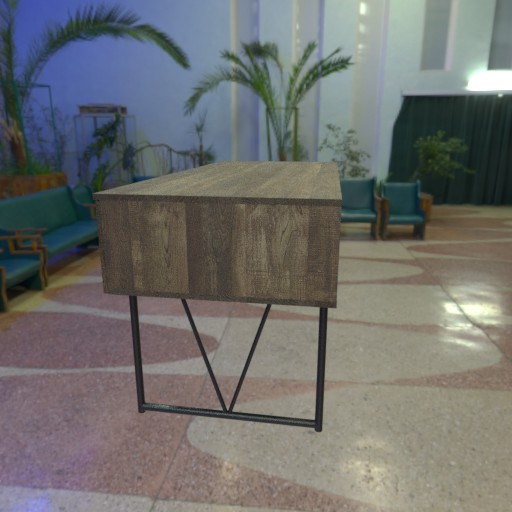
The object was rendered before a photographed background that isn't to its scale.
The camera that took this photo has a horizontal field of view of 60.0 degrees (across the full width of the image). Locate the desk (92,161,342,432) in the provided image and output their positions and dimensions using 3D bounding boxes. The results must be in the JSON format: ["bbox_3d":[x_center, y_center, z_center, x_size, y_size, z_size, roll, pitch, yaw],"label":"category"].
[{"bbox_3d":[0.000,0.000,2.091,0.730,0.780,1.600,3,16,9],"label":"desk"}]
